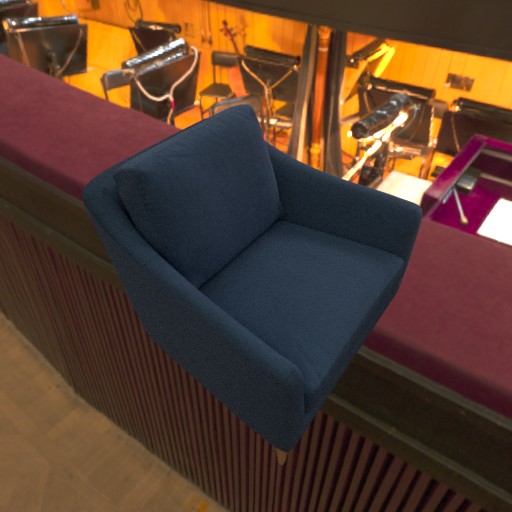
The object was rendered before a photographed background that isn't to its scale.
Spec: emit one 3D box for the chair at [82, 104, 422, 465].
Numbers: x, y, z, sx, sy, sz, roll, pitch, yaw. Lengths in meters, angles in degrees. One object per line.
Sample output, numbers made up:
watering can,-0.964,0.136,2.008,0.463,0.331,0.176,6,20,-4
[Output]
chair,0.000,0.000,1.726,0.961,0.899,0.987,25,47,26
